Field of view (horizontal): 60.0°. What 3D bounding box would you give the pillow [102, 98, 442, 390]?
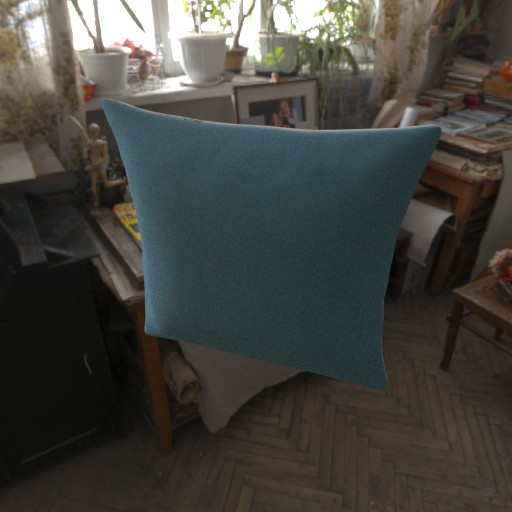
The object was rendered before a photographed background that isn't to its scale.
[{"bbox_3d":[0.000,0.000,0.787,0.526,0.507,0.166,10,33,16],"label":"pillow"}]
